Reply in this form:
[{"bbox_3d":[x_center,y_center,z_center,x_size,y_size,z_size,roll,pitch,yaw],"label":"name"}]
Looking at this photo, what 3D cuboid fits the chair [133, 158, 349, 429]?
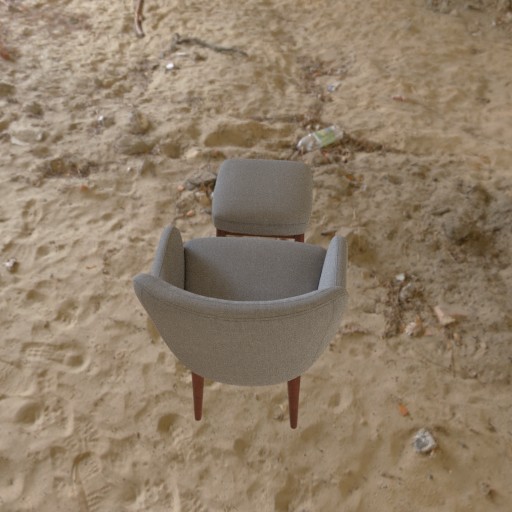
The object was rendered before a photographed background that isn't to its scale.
[{"bbox_3d":[0.000,0.000,1.556,0.584,0.799,1.107,4,47,3],"label":"chair"}]
